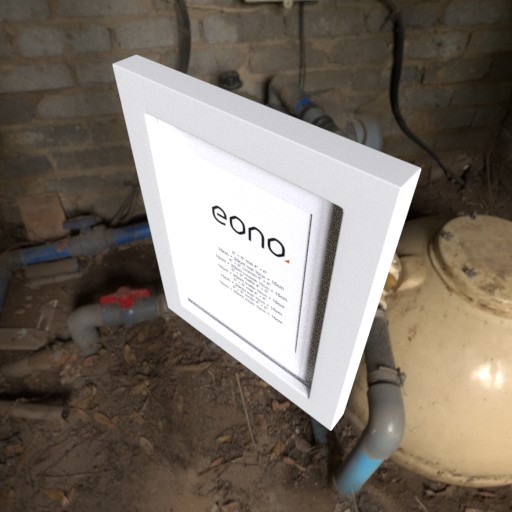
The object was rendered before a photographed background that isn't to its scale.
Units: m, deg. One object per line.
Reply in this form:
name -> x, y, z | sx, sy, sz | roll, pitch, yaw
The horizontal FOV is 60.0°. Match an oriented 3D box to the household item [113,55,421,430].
household item -> 0.000, 0.000, 0.335 | 0.200, 0.250, 0.045 | 31, 53, 27
